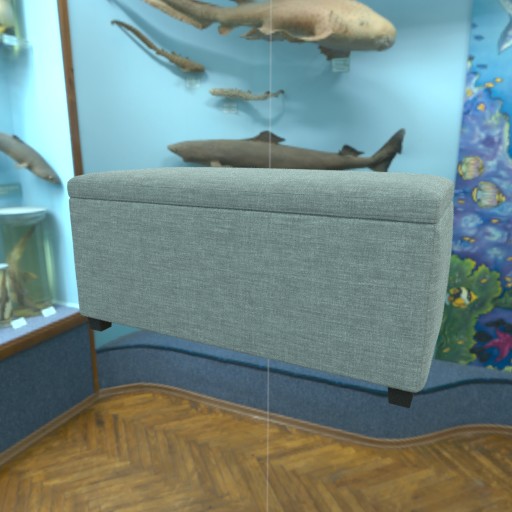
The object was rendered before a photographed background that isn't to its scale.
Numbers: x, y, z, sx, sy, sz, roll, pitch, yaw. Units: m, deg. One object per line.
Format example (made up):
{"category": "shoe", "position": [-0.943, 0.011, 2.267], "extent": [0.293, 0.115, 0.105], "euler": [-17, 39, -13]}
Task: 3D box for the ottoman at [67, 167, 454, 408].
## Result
{"category": "ottoman", "position": [0.000, 0.000, 1.138], "extent": [0.902, 0.432, 0.419], "euler": [7, 16, 26]}
